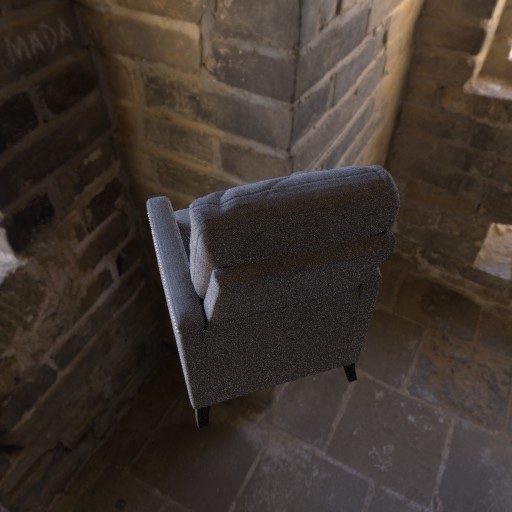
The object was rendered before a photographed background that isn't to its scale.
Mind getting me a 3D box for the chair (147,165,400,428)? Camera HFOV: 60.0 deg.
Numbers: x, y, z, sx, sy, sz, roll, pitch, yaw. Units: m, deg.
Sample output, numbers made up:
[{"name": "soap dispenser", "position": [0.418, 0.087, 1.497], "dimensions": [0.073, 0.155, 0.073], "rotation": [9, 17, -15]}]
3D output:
[{"name": "chair", "position": [0.000, 0.000, 1.681], "dimensions": [0.710, 1.049, 0.922], "rotation": [-12, 44, -13]}]
